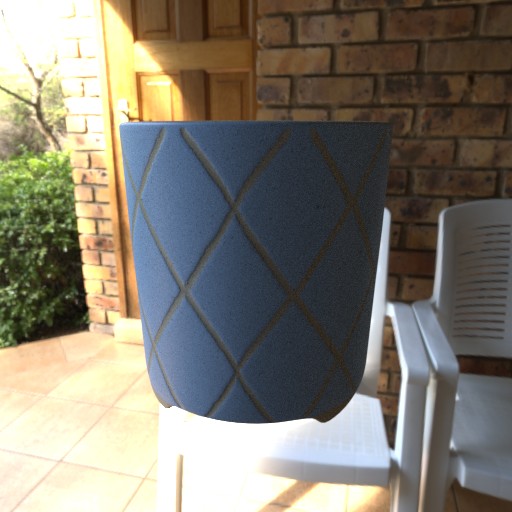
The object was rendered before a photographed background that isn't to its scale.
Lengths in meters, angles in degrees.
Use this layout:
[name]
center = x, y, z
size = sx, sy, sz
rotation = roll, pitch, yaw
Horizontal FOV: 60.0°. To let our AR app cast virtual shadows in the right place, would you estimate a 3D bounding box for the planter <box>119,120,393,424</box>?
[planter]
center = 0.000, 0.000, 0.348
size = 0.191, 0.200, 0.191
rotation = 0, 16, 0
